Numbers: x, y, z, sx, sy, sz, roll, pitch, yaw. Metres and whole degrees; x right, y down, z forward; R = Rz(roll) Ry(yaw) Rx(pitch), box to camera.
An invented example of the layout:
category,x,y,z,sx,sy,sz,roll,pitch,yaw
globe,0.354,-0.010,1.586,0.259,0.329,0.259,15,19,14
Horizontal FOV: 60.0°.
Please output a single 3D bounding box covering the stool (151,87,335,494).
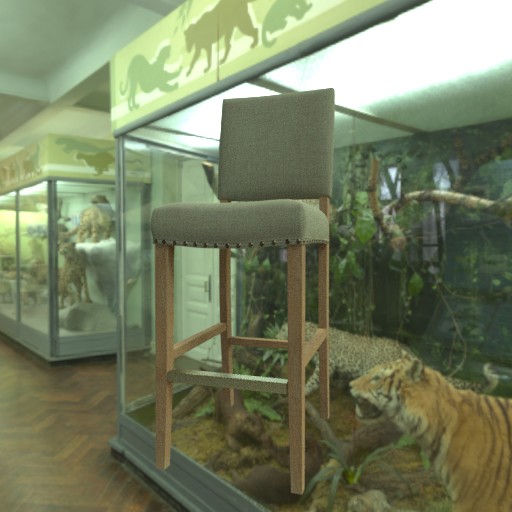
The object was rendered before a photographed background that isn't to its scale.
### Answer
category,x,y,z,sx,sy,sz,roll,pitch,yaw
stool,0.000,0.000,1.448,0.445,1.203,0.585,1,2,18
